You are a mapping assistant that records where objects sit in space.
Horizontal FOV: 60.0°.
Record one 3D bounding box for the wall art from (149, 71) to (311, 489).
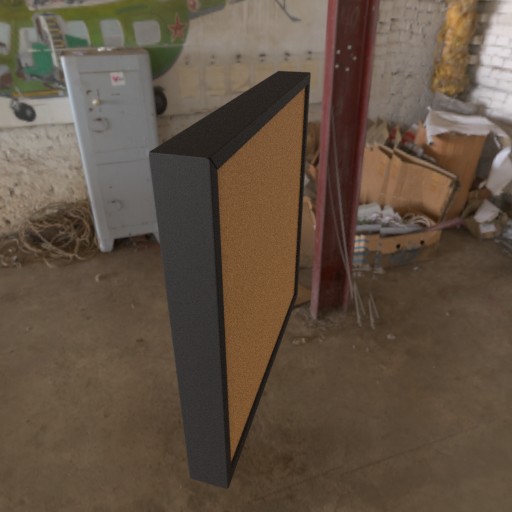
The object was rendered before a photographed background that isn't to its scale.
[{"bbox_3d":[0.000,0.000,0.447,0.037,0.305,0.305,9,32,14],"label":"wall art"}]
